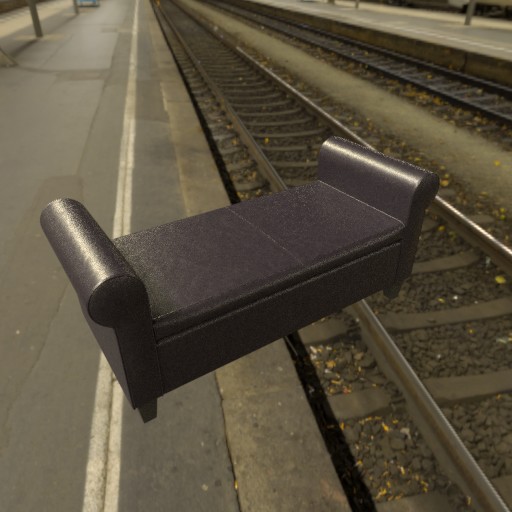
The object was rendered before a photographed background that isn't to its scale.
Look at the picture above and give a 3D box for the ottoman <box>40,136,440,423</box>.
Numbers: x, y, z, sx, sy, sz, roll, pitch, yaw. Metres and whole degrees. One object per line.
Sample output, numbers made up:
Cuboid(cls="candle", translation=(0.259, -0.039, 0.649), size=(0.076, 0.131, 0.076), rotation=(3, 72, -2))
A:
Cuboid(cls="ottoman", translation=(0.000, 0.000, 1.587), size=(1.256, 0.547, 0.521), rotation=(-20, 37, -28))
